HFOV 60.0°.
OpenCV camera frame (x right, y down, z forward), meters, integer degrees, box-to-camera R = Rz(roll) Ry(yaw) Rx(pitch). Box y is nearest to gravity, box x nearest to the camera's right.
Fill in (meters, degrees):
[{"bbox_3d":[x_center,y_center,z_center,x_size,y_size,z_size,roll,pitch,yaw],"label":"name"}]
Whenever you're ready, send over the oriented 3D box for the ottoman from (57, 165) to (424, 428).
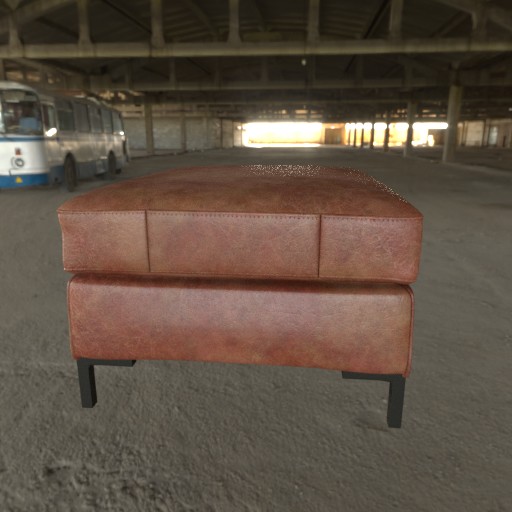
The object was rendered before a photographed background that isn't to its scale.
[{"bbox_3d":[0.000,0.000,1.742,0.965,0.667,1.186,2,15,6],"label":"ottoman"}]
